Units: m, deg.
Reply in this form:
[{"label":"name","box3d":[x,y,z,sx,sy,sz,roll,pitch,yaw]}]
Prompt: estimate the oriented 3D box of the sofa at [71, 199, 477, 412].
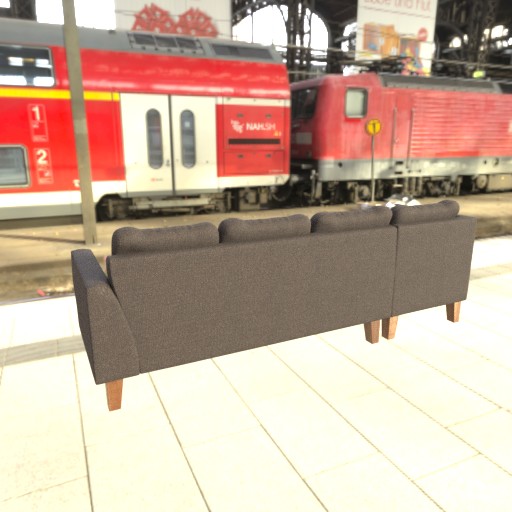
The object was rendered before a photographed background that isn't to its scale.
[{"label":"sofa","box3d":[0.000,0.000,3.458,2.679,0.932,1.829,-7,17,-26]}]
